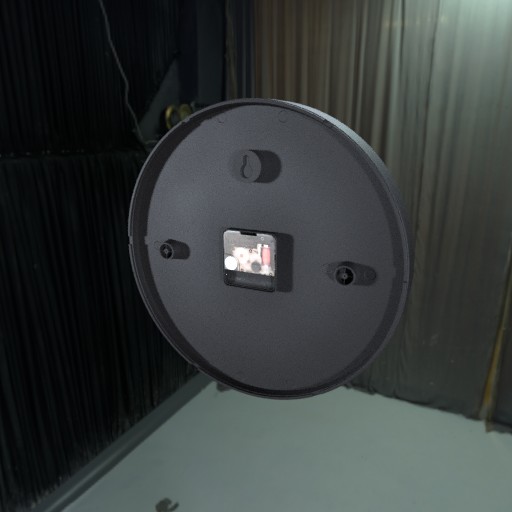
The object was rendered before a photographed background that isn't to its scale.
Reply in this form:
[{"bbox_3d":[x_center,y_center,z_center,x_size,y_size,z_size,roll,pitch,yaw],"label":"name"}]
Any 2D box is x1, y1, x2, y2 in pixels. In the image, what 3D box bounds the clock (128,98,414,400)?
[{"bbox_3d":[0.000,0.000,0.438,0.293,0.293,0.040,8,17,25],"label":"clock"}]
